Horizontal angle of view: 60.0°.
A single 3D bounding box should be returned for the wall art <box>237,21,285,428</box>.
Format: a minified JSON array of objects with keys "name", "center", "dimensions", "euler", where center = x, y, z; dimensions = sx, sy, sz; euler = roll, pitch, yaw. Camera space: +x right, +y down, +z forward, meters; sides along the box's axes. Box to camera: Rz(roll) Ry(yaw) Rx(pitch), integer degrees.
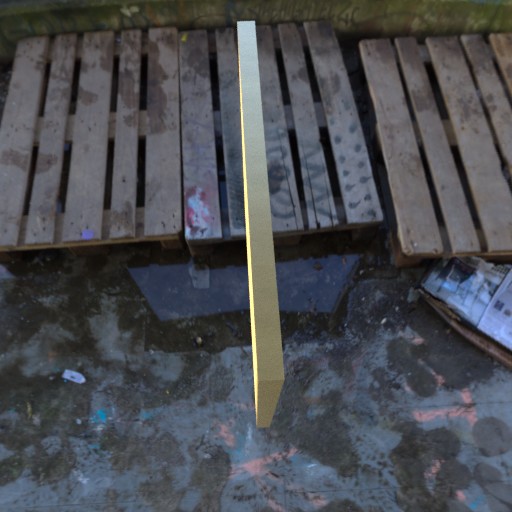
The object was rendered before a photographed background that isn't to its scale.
[{"name":"wall art","center":[0.000,0.000,2.889],"dimensions":[0.097,1.936,1.935],"euler":[-3,64,-1]}]
